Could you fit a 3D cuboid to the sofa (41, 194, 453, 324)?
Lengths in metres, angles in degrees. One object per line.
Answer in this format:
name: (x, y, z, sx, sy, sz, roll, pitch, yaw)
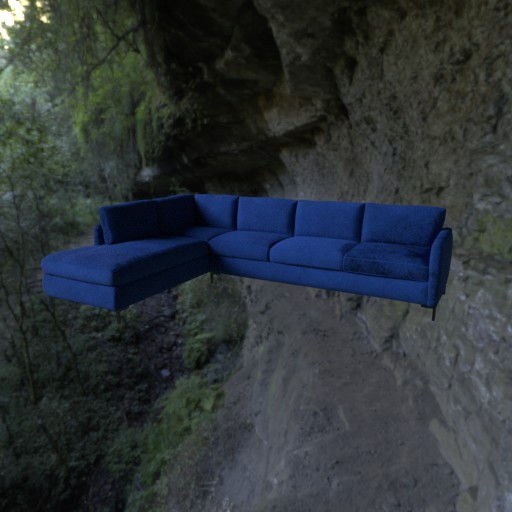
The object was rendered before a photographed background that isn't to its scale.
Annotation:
sofa: (0.000, 0.000, 3.776, 2.949, 0.815, 2.007, 7, 15, 27)
